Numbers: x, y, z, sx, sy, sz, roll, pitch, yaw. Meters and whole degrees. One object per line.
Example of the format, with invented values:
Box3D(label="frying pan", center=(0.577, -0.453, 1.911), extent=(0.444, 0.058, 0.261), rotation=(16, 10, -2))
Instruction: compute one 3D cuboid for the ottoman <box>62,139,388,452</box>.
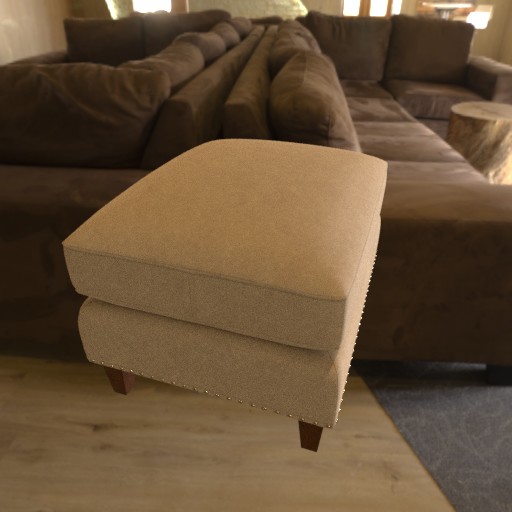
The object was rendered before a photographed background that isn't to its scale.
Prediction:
Box3D(label="ottoman", center=(0.000, 0.000, 1.172), extent=(0.584, 0.513, 0.741), rotation=(10, 32, 17))
